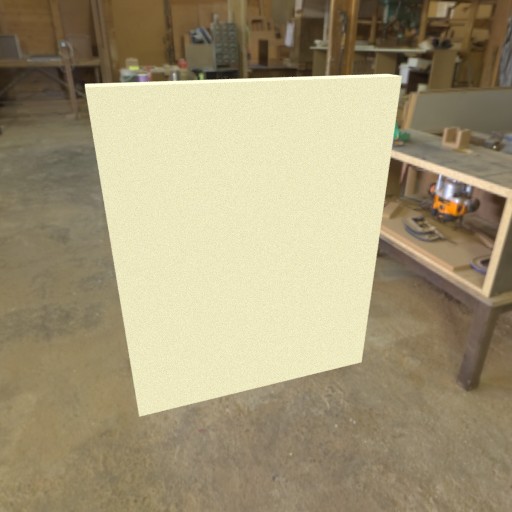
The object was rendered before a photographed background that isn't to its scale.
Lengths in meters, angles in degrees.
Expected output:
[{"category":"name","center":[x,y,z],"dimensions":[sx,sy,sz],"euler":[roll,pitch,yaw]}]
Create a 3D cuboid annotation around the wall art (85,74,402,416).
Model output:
[{"category":"wall art","center":[0.000,0.000,0.745],"dimensions":[0.451,0.553,0.039],"euler":[-9,28,-17]}]
